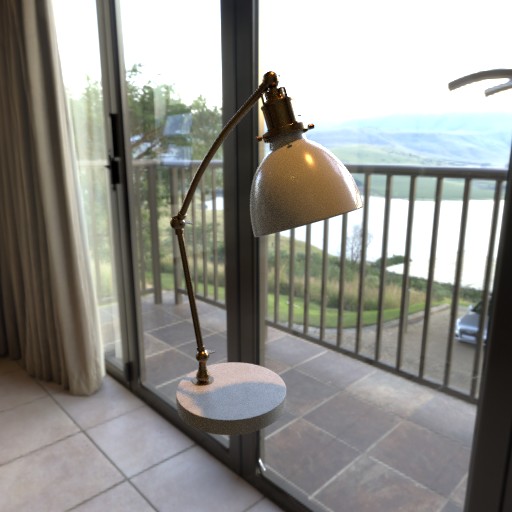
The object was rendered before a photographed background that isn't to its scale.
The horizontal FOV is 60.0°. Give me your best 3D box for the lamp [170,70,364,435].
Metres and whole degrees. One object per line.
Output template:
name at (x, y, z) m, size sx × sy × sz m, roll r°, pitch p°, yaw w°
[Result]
lamp at (0.000, 0.000, 0.675) m, size 0.317 × 0.522 × 0.186 m, roll 7°, pitch 15°, yaw 27°
